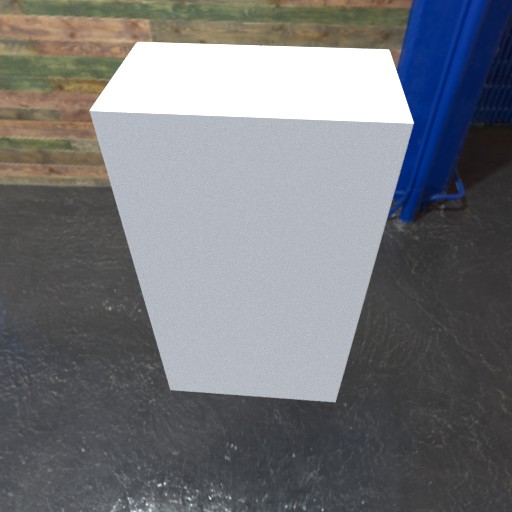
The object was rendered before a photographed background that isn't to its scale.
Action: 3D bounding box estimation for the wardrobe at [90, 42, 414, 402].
[{"bbox_3d":[0.000,0.000,2.195,0.991,1.808,0.577,3,46,3],"label":"wardrobe"}]
